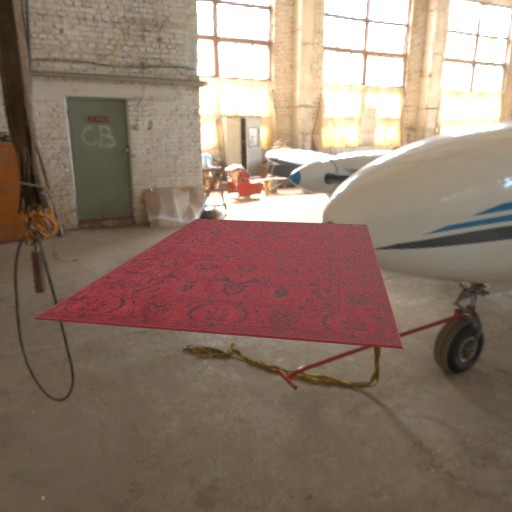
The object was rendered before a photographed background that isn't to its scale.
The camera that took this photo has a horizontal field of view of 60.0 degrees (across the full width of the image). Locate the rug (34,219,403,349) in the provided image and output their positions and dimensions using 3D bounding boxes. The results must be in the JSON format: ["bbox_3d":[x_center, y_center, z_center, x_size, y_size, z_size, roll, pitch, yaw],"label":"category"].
[{"bbox_3d":[0.000,0.000,2.262,1.209,0.008,1.814,3,16,10],"label":"rug"}]
